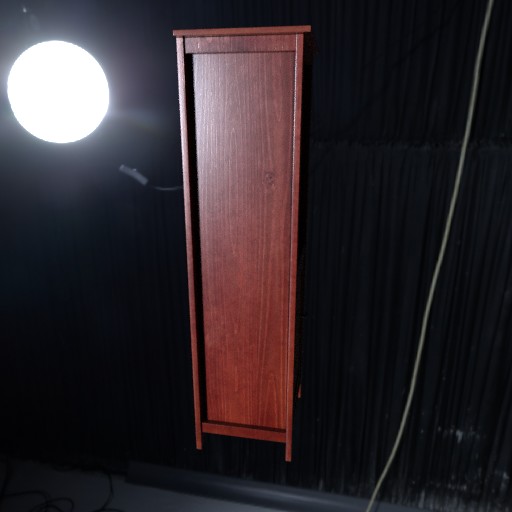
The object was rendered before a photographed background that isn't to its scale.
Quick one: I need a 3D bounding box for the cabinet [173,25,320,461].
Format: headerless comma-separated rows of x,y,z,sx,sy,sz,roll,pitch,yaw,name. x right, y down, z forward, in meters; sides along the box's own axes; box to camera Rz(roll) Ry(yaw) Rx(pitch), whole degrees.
0.000,0.000,1.724,0.401,1.518,0.500,3,18,10,cabinet
